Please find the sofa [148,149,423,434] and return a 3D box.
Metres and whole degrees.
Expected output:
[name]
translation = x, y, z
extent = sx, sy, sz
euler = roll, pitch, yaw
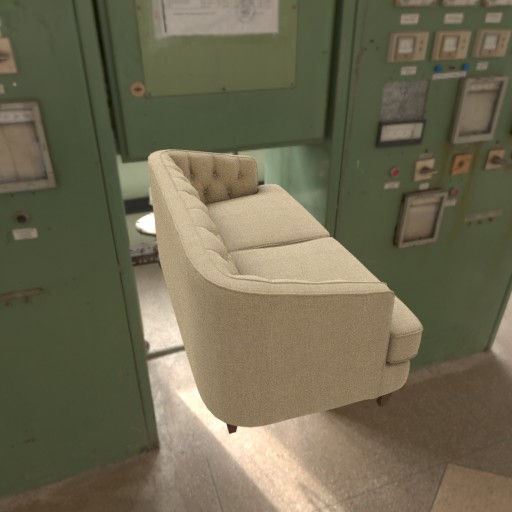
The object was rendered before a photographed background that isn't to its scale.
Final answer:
[sofa]
translation = 0.000, 0.000, 2.407
extent = 0.941, 0.855, 1.733
euler = -10, 32, -16
